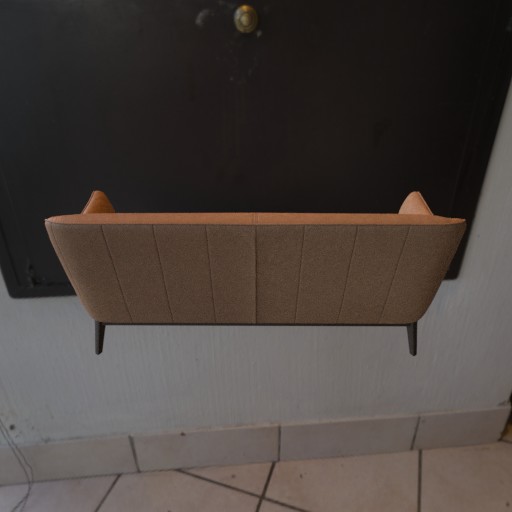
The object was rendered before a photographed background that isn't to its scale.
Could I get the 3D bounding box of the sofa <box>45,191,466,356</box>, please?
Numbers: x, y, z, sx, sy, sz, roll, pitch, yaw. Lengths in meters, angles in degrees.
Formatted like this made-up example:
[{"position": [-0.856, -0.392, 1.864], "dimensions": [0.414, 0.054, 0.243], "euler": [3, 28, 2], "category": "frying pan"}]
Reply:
[{"position": [0.000, 0.000, 2.374], "dimensions": [1.928, 0.830, 0.869], "euler": [0, 30, 0], "category": "sofa"}]
